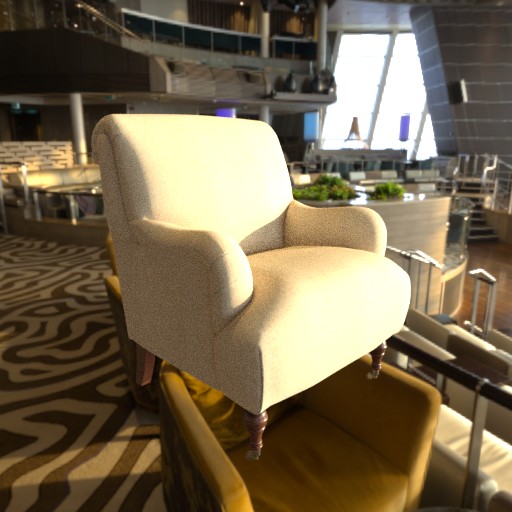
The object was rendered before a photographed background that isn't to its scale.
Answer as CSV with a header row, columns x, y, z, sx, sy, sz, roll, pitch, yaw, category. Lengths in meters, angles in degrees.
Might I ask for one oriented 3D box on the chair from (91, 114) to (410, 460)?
x,y,z,sx,sy,sz,roll,pitch,yaw,category
0.000,0.000,1.516,0.766,0.944,0.842,-14,20,-43,chair
